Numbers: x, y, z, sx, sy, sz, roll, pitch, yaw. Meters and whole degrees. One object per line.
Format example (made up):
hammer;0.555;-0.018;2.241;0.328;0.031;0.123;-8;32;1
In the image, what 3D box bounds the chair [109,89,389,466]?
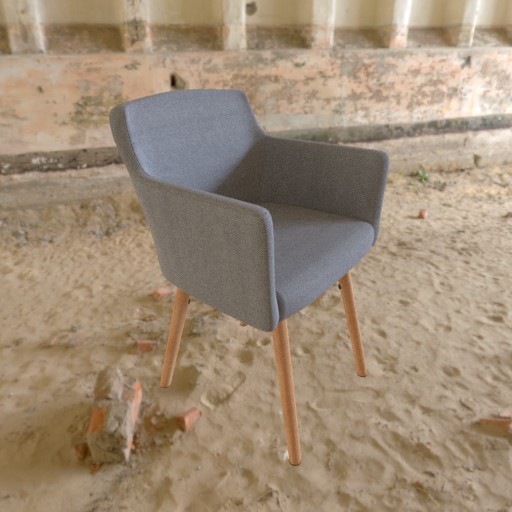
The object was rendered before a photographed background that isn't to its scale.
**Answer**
chair;0.000;0.000;1.148;0.540;0.780;0.570;18;31;32
